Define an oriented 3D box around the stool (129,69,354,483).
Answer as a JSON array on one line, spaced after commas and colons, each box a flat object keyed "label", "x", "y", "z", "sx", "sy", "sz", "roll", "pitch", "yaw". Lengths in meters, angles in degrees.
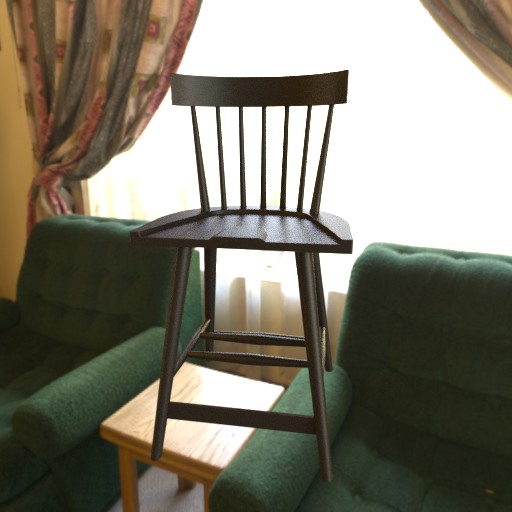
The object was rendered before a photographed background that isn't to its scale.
[{"label": "stool", "x": 0.000, "y": 0.000, "z": 1.225, "sx": 0.494, "sy": 0.953, "sz": 0.549, "roll": 3, "pitch": 16, "yaw": 9}]
